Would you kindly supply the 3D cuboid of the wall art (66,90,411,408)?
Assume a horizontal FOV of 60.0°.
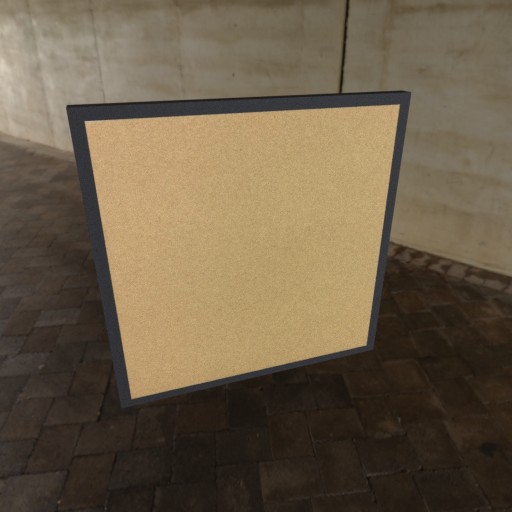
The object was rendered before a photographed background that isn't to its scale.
[{"bbox_3d":[0.000,0.000,1.123,0.762,0.760,0.037,-9,28,-17],"label":"wall art"}]
